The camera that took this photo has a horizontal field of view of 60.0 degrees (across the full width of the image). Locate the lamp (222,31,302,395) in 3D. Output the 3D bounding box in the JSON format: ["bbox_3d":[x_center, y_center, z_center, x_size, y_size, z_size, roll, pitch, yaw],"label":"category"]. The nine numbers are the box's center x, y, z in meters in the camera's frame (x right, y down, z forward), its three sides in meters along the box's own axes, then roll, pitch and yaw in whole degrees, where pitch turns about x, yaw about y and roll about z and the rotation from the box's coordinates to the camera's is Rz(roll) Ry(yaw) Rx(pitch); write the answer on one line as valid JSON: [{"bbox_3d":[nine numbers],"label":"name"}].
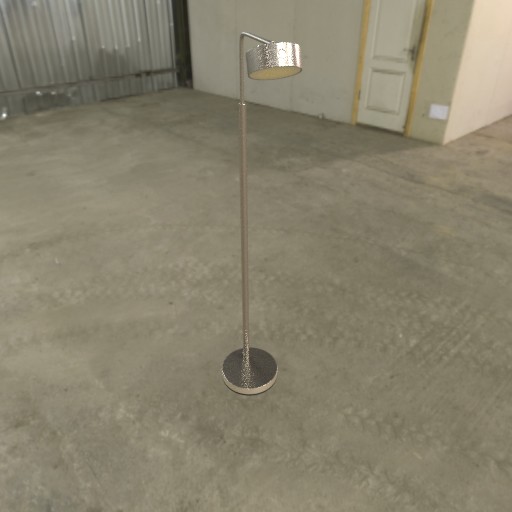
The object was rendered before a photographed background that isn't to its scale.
[{"bbox_3d":[0.000,0.000,1.383,0.222,1.250,0.421,-8,33,-13],"label":"lamp"}]
